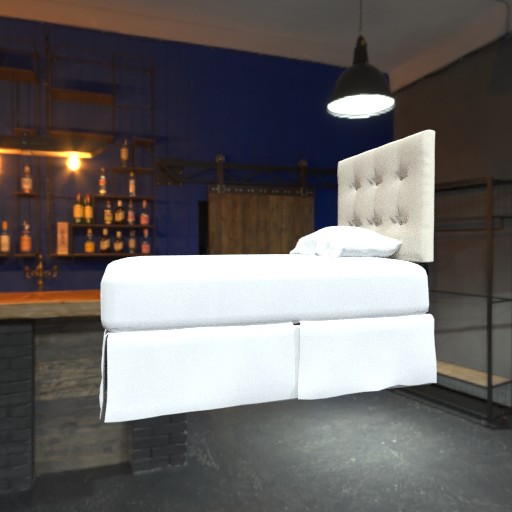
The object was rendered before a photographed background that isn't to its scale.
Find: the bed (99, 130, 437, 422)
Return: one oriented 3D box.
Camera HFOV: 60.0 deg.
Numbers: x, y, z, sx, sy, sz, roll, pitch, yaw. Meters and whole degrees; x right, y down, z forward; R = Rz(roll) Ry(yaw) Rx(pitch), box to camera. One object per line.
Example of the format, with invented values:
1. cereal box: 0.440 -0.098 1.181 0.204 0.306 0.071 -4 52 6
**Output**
1. bed: 0.000 0.000 2.990 1.997 1.571 1.261 -1 2 -17
